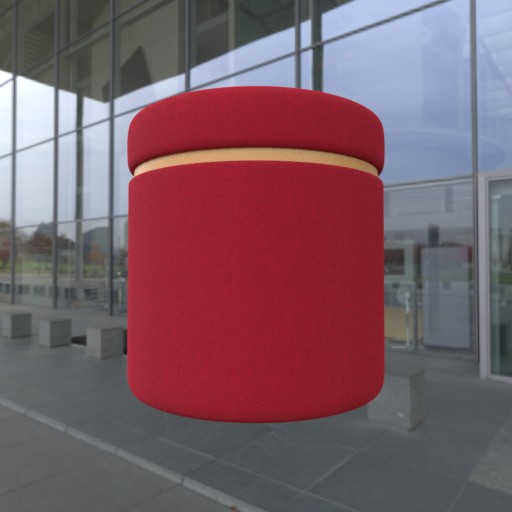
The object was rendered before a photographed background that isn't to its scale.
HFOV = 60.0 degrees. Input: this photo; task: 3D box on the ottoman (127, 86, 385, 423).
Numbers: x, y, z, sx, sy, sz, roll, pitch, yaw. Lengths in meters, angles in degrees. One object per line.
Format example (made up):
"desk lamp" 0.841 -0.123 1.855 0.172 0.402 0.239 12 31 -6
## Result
"ottoman" 0.000 0.000 0.714 0.400 0.406 0.400 0 -1 0
